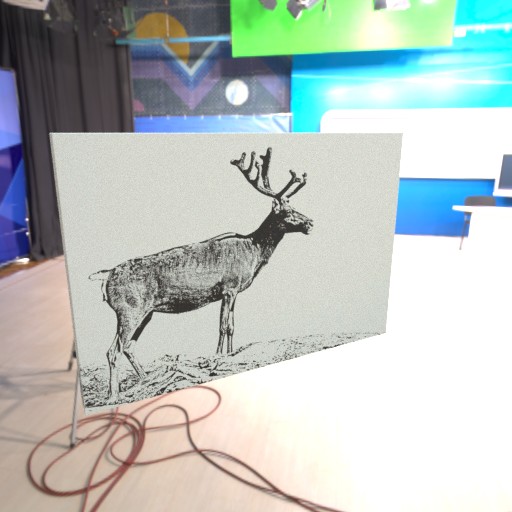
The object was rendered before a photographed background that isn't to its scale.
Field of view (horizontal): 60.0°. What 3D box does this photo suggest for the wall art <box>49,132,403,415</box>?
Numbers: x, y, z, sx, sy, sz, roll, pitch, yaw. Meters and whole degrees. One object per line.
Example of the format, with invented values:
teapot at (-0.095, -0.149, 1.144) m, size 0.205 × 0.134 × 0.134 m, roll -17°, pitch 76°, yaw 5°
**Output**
wall art at (0.000, 0.000, 0.772) m, size 0.608 × 0.414 × 0.042 m, roll -8°, pitch 18°, yaw -27°
